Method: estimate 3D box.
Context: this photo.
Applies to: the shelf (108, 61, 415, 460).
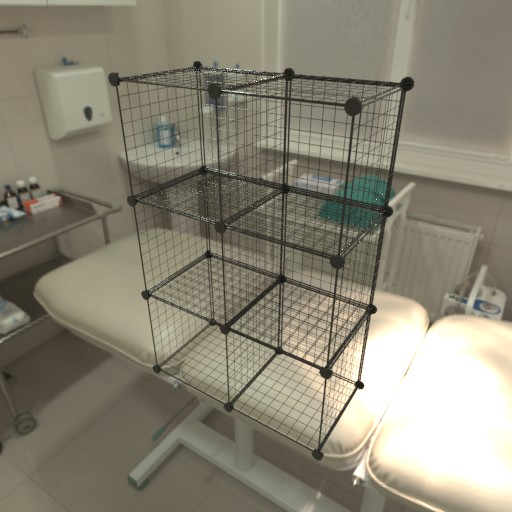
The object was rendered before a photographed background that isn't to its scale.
[{"bbox_3d":[0.000,0.000,1.398,0.711,1.067,0.356,18,34,29],"label":"shelf"}]
